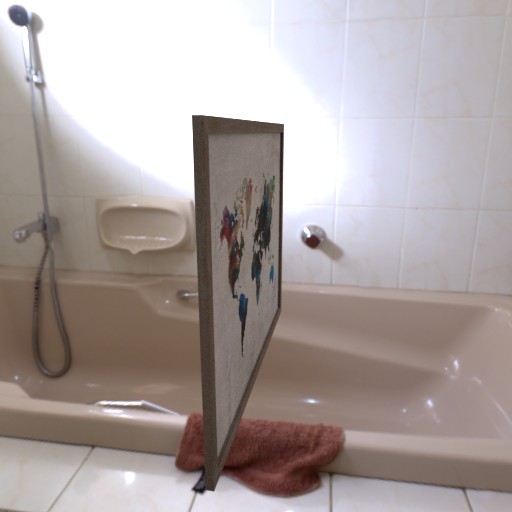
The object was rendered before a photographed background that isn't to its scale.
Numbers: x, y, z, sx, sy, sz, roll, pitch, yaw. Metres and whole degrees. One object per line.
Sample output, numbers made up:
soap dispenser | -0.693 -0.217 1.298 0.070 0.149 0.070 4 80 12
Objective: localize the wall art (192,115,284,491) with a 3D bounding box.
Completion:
wall art | 0.000 0.000 1.329 0.019 0.774 1.012 3 16 11
